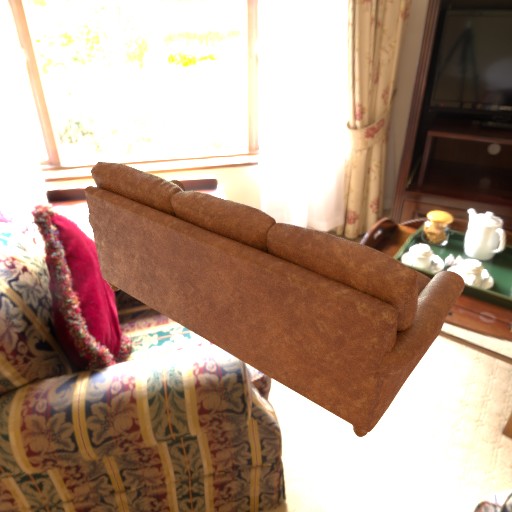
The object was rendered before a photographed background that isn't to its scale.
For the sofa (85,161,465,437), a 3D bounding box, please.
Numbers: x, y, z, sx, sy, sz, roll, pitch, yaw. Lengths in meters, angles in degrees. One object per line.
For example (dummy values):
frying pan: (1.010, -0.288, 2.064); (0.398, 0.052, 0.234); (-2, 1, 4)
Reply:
sofa: (0.000, 0.000, 2.819); (2.351, 0.977, 0.973); (22, 37, 33)
